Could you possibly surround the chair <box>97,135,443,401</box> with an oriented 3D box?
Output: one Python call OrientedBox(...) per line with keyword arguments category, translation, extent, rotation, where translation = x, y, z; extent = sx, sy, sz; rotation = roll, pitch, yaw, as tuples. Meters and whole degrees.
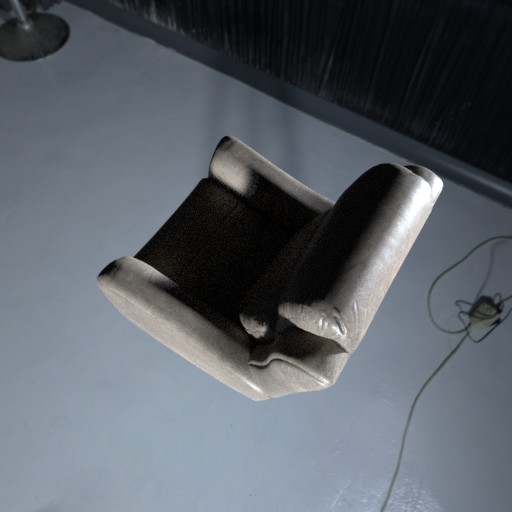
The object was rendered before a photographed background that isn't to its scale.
OrientedBox(category="chair", translation=(0.000, 0.000, 1.909), extent=(1.068, 1.116, 0.967), rotation=(30, 66, 15))
